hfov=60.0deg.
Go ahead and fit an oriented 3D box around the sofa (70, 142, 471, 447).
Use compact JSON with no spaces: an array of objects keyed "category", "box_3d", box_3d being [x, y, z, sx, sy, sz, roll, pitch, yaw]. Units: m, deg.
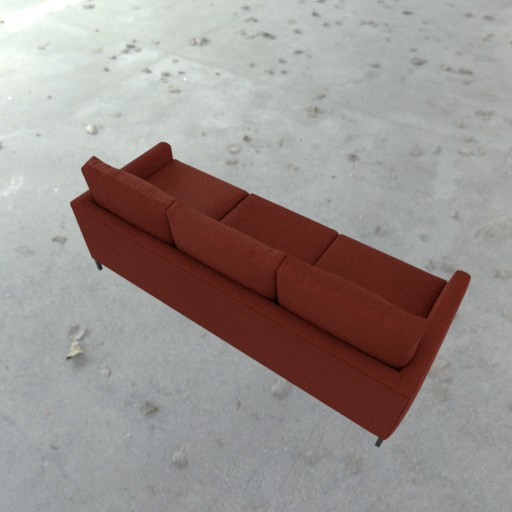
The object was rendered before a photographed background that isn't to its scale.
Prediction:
[{"category":"sofa","box_3d":[0.000,0.000,2.676,2.252,0.879,0.875,27,53,23]}]
